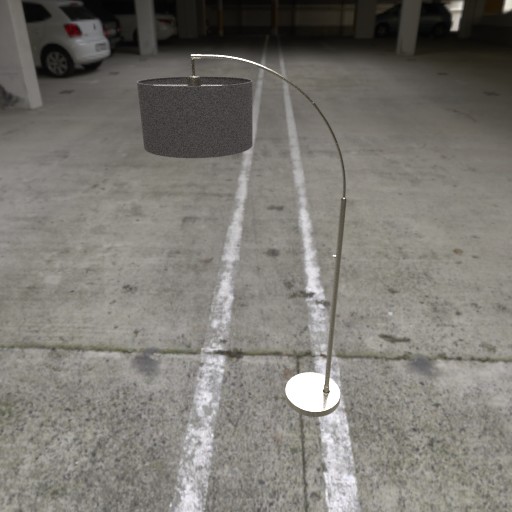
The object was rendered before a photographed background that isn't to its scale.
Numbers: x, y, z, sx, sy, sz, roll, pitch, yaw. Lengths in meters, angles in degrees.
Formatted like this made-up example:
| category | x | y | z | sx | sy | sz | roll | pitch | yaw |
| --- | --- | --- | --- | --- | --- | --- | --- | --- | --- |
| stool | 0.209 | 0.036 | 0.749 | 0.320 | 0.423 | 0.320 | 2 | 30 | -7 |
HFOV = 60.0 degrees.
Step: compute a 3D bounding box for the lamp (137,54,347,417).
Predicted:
| category | x | y | z | sx | sy | sz | roll | pitch | yaw |
| --- | --- | --- | --- | --- | --- | --- | --- | --- | --- |
| lamp | 0.000 | 0.000 | 2.097 | 0.934 | 1.735 | 0.452 | 1 | 26 | 1 |
